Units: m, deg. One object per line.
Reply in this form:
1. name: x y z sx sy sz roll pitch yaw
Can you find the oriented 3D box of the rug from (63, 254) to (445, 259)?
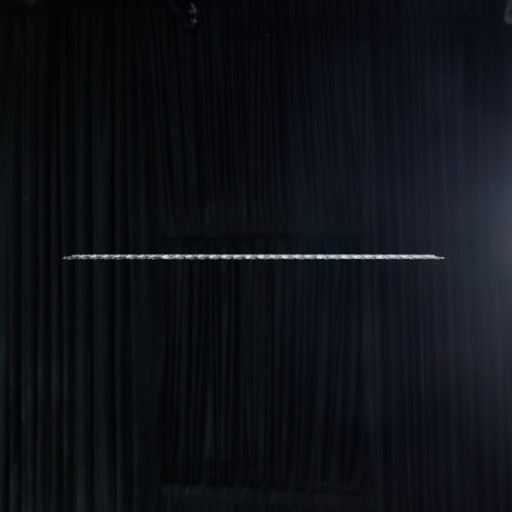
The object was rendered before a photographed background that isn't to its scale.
1. rug: 0.000 0.000 2.332 1.230 0.014 1.847 0 0 1
